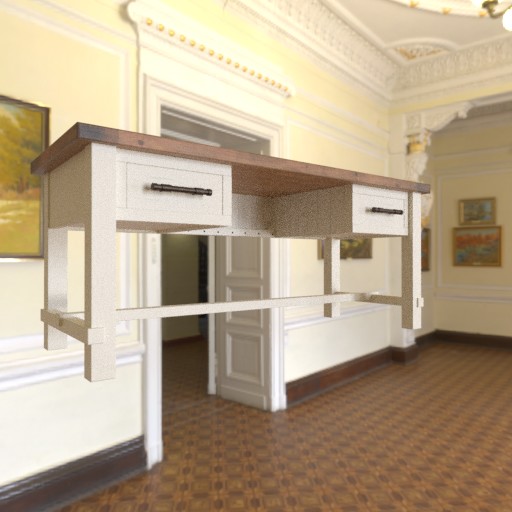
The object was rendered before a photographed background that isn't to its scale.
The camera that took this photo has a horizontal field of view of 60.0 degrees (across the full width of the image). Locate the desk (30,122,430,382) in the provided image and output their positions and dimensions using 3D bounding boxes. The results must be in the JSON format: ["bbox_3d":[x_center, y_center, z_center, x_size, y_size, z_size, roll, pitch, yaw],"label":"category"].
[{"bbox_3d":[0.000,0.000,2.089,1.803,0.762,0.688,0,0,-37],"label":"desk"}]
